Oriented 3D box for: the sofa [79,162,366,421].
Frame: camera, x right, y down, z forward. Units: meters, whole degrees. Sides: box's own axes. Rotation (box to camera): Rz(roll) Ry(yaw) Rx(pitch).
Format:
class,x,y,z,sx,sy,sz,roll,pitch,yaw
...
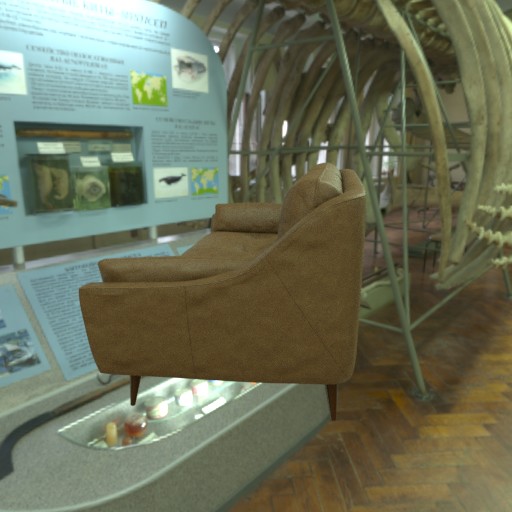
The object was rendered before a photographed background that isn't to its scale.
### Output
class,x,y,z,sx,sy,sz,roll,pitch,yaw
sofa,0.000,0.000,2.251,0.981,0.886,1.731,2,14,10
